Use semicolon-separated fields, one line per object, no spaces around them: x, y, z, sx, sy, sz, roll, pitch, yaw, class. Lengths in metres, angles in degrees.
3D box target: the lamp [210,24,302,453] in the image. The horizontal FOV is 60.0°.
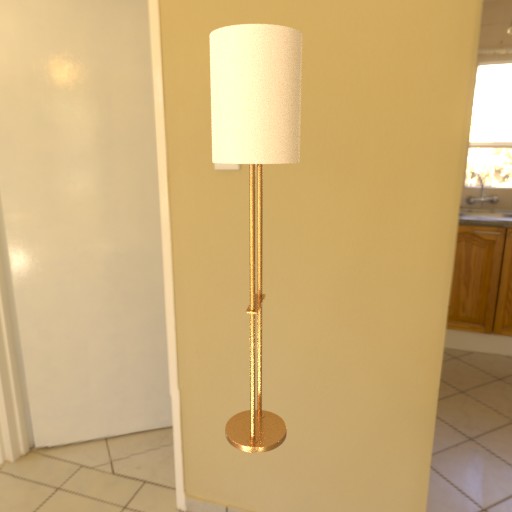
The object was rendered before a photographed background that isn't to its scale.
0.000;0.000;1.647;0.305;1.500;0.306;2;14;9;lamp
